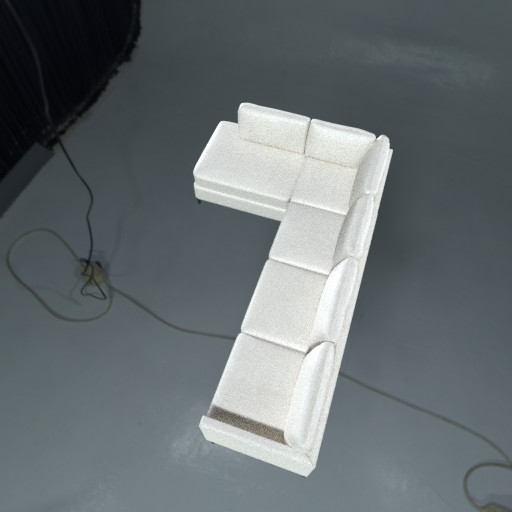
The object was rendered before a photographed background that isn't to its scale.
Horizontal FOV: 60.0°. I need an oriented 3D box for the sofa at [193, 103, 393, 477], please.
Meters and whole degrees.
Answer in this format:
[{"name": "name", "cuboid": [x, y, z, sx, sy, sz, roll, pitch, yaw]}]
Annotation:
[{"name": "sofa", "cuboid": [0.000, 0.000, 4.386, 2.048, 0.996, 3.384, 16, 60, 10]}]
